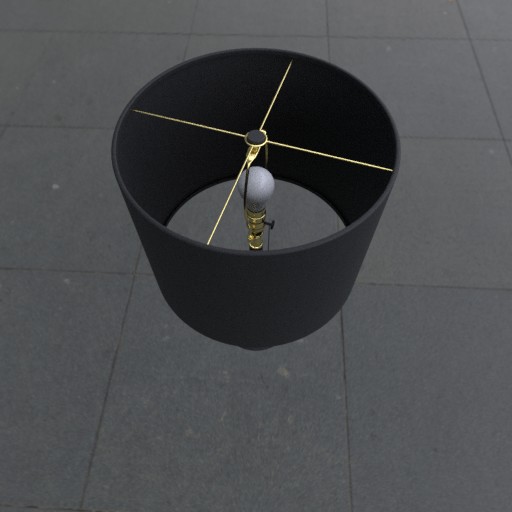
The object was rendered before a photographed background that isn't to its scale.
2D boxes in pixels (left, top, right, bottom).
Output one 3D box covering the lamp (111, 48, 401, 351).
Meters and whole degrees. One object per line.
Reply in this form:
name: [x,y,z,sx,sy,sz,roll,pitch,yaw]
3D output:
lamp: [0.000,0.000,0.803,0.359,0.584,0.359,16,60,9]
